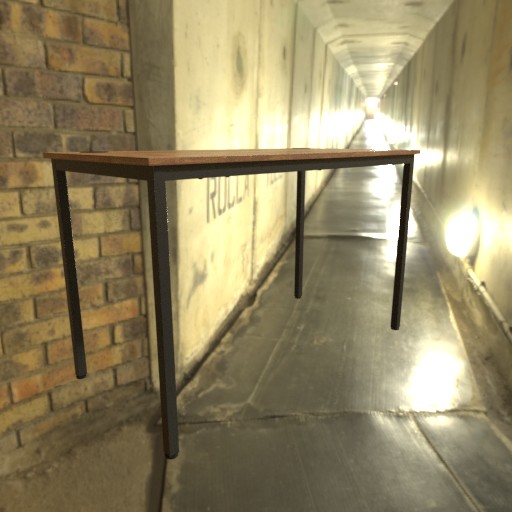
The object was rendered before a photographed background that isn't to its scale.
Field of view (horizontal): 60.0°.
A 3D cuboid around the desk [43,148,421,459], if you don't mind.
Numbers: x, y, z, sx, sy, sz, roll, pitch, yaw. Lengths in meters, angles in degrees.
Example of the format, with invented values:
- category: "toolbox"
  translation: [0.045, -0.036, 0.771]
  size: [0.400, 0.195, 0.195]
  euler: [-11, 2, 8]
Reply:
- category: "desk"
  translation: [0.000, 0.000, 1.616]
  size: [1.200, 0.749, 0.600]
  euler: [-14, 20, -42]
